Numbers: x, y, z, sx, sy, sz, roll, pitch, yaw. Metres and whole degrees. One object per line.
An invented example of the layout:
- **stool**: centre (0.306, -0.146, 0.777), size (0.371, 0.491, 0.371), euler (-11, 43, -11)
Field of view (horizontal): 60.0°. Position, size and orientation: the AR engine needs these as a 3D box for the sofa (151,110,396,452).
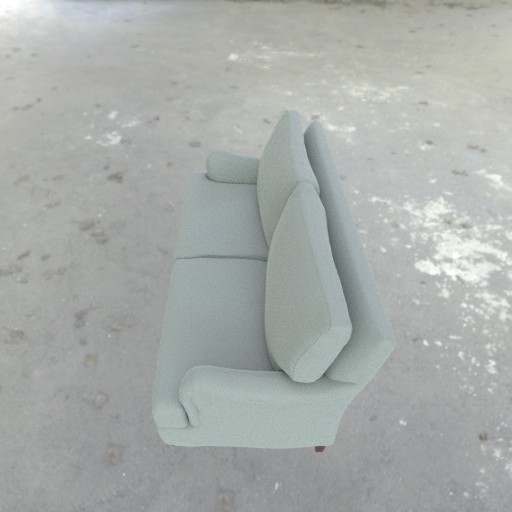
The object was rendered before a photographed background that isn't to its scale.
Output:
- **sofa**: centre (0.000, 0.000, 2.833), size (1.069, 1.096, 2.193), euler (-1, 40, -1)
